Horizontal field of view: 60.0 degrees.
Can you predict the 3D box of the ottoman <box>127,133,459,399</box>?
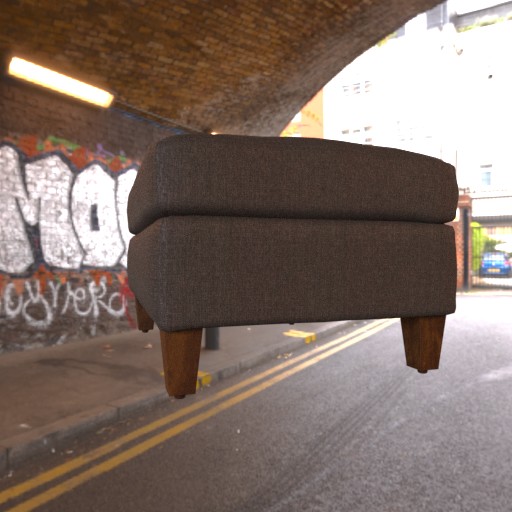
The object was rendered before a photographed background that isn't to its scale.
[{"bbox_3d":[0.000,0.000,1.188,0.639,0.496,0.826,0,0,-19],"label":"ottoman"}]
